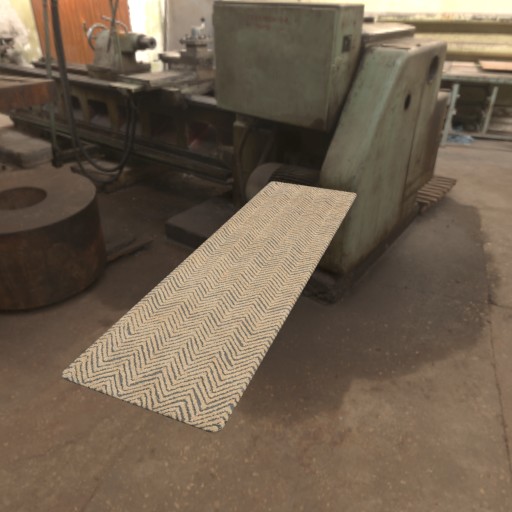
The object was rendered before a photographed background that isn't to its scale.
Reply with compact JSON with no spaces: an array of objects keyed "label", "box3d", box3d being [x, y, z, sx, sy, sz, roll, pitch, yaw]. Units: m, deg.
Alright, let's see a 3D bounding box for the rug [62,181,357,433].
[{"label":"rug","box3d":[0.000,0.000,2.494,0.686,0.008,2.286,12,32,19]}]
